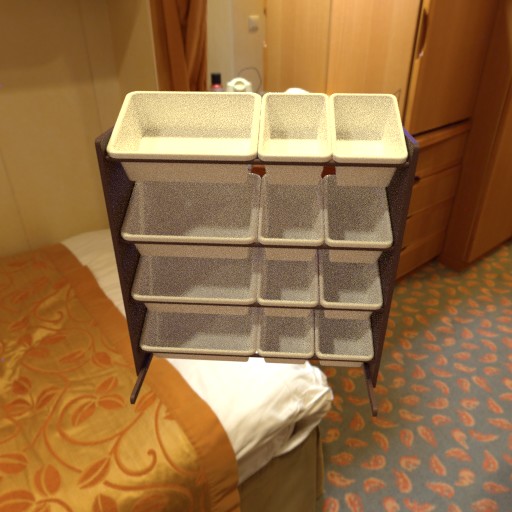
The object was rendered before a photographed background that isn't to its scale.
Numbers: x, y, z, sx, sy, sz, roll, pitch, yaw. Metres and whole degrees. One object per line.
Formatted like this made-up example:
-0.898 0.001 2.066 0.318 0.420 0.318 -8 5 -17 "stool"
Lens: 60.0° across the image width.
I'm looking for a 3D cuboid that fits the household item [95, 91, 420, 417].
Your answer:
0.000 0.000 1.307 0.787 0.864 0.389 2 30 3 "household item"
